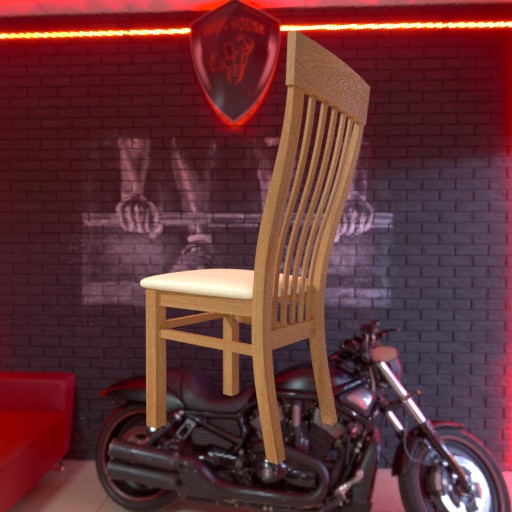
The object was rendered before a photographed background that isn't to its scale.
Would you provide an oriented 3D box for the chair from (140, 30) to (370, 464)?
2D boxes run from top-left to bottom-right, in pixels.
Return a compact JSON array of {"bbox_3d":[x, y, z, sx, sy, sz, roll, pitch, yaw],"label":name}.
[{"bbox_3d":[0.000,0.000,1.368,0.580,1.050,0.450,1,1,36],"label":"chair"}]
